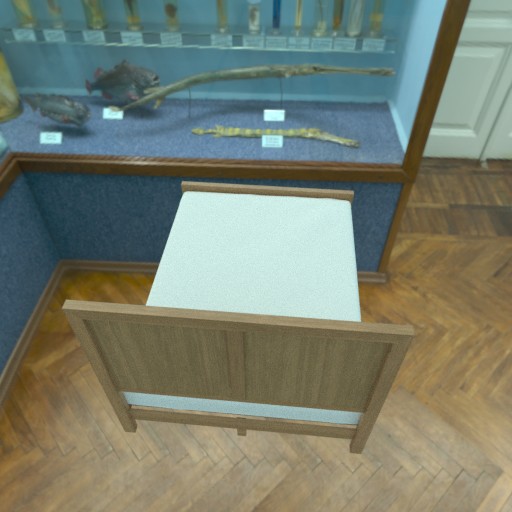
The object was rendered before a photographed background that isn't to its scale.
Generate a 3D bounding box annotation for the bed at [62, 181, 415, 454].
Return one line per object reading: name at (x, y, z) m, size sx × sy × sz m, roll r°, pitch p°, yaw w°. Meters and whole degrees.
bed at (0.000, 0.000, 3.258) m, size 1.606 × 1.387 × 2.184 m, roll 4°, pitch 46°, yaw 4°
